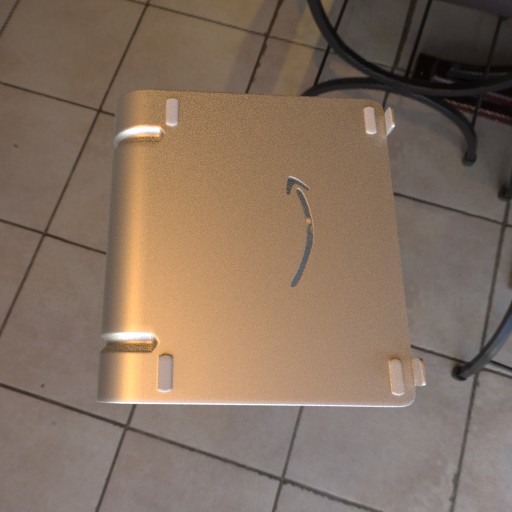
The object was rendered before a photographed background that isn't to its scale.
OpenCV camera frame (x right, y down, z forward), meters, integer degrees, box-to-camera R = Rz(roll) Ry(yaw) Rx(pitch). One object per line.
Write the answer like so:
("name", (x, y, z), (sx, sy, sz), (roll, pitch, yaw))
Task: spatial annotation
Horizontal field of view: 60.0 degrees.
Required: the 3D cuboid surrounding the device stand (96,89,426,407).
("device stand", (0.000, 0.000, 0.396), (0.236, 0.155, 0.256), (-1, 75, 0))
